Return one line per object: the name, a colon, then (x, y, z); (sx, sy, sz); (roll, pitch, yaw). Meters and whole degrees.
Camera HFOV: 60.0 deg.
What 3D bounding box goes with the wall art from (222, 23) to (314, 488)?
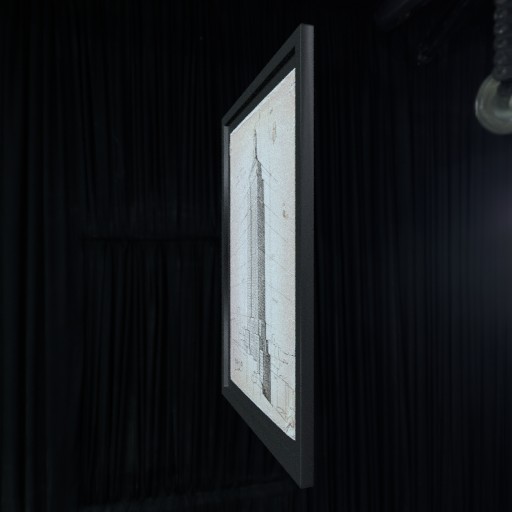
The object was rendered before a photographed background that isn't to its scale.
wall art: (0.000, 0.000, 0.557); (0.013, 0.431, 0.303); (0, 0, -18)
